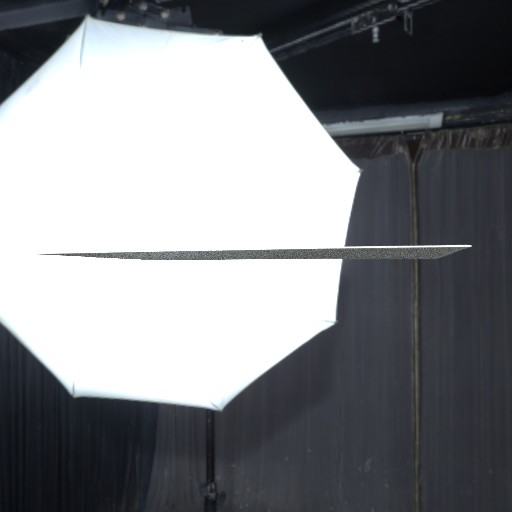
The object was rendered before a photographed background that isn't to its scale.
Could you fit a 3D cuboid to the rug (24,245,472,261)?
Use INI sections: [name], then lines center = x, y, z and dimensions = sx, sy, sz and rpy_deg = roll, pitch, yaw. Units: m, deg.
[rug]
center = 0.000, 0.000, 3.009
dimensions = 2.435, 0.012, 1.529
rpy_deg = -1, -2, 17
